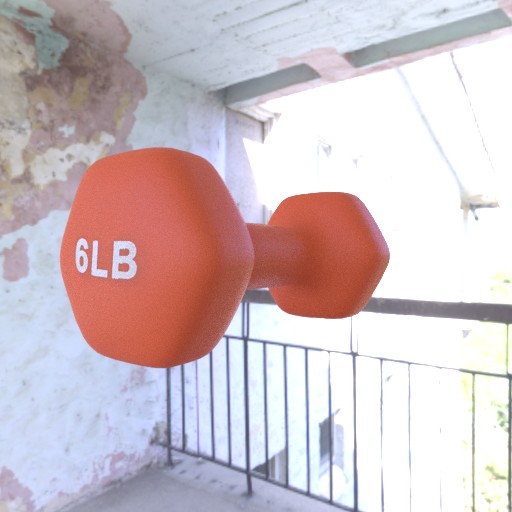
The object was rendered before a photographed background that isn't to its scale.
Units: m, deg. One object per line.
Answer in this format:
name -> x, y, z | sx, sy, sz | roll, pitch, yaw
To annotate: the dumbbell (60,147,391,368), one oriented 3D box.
dumbbell -> 0.000, 0.000, 0.204 | 0.079, 0.071, 0.162 | 0, 1, 37
